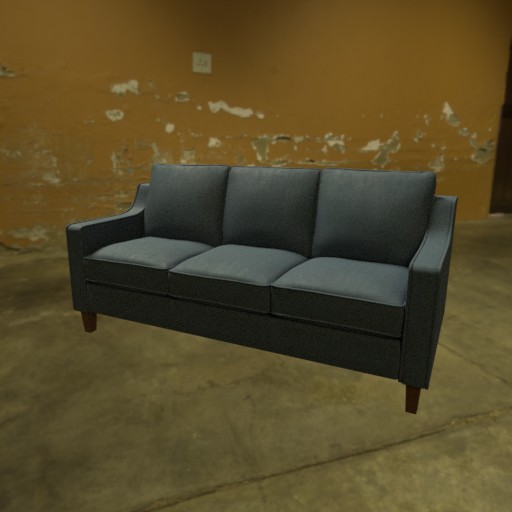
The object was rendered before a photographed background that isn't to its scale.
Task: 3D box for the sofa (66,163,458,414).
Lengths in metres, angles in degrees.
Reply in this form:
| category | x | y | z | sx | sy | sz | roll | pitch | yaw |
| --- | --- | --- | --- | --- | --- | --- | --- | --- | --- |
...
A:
| category | x | y | z | sx | sy | sz | roll | pitch | yaw |
| --- | --- | --- | --- | --- | --- | --- | --- | --- | --- |
| sofa | 0.000 | 0.000 | 2.502 | 1.986 | 0.974 | 0.911 | 7 | 16 | 25 |
